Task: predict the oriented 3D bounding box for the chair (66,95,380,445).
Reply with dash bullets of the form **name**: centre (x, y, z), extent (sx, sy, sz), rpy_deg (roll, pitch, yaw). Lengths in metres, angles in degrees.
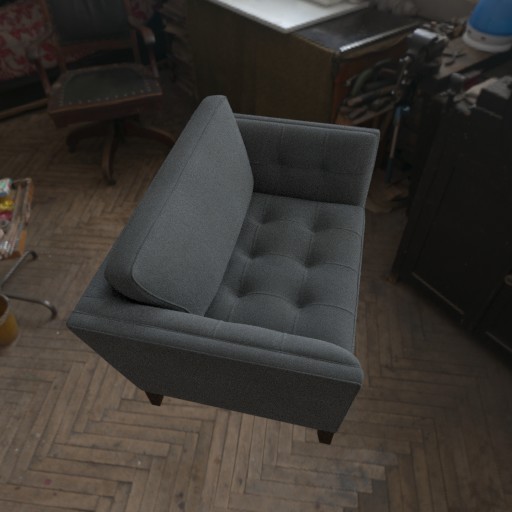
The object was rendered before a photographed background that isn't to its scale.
- **chair**: centre (0.000, 0.000, 2.040), extent (0.965, 0.942, 1.396), rpy_deg (9, 48, 9)
